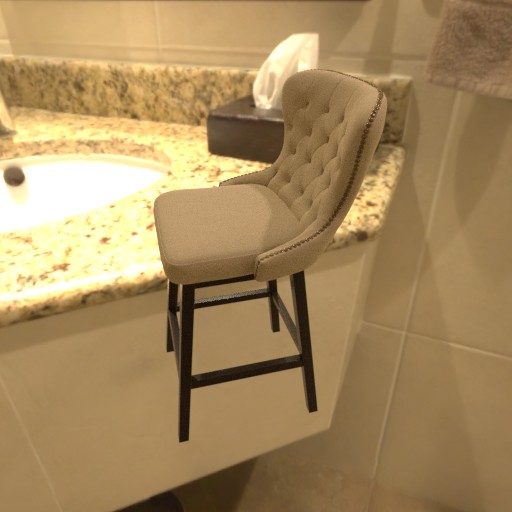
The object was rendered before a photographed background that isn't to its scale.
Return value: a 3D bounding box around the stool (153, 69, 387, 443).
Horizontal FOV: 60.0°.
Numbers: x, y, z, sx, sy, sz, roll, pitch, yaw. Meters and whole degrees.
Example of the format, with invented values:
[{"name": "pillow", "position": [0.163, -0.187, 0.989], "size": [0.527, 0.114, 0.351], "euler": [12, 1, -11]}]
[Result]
[{"name": "stool", "position": [0.000, 0.000, 1.319], "size": [0.593, 0.971, 0.528], "euler": [-8, 32, -13]}]
